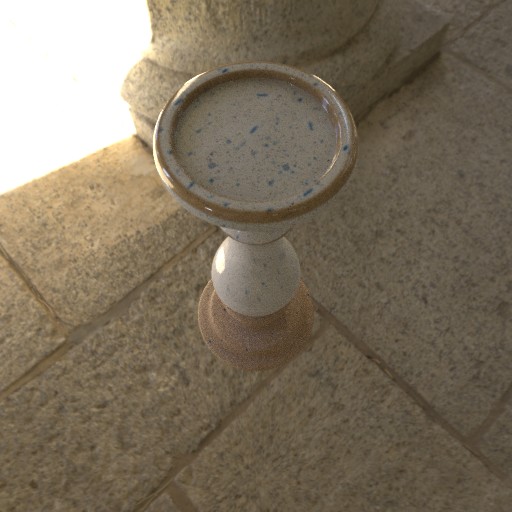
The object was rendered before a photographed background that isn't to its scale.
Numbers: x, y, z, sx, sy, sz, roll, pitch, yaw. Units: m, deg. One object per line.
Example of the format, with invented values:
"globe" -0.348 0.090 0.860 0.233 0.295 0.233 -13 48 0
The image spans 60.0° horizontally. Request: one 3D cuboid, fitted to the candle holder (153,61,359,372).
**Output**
"candle holder" 0.000 0.000 0.251 0.088 0.203 0.088 0 63 0
